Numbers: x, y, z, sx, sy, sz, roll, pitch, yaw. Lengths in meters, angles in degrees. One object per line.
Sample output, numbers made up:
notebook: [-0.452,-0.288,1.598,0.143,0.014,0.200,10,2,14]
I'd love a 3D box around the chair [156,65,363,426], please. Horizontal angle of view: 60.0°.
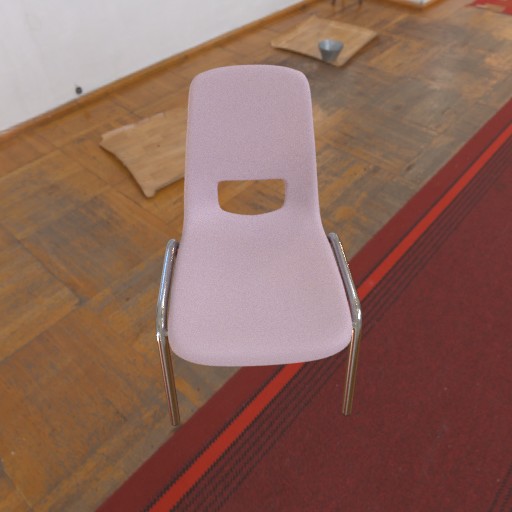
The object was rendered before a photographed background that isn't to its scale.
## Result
chair: [0.000,0.000,0.803,0.354,0.536,0.385,-2,46,-2]
